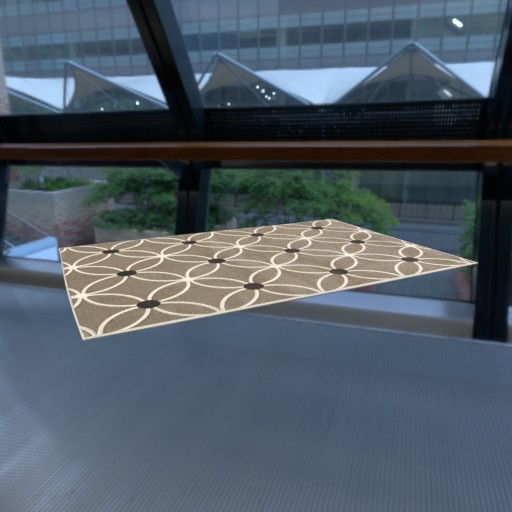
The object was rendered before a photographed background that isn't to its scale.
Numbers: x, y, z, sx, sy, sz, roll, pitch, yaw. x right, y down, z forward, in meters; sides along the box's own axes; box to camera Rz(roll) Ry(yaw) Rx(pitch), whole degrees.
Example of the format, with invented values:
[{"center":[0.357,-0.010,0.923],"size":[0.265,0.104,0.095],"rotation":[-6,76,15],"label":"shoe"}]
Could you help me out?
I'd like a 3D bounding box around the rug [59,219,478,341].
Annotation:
[{"center":[0.000,0.000,2.859],"size":[2.284,0.008,1.522],"rotation":[-8,18,-25],"label":"rug"}]
